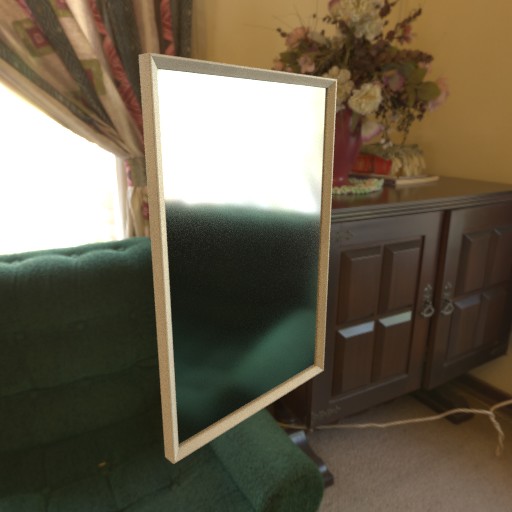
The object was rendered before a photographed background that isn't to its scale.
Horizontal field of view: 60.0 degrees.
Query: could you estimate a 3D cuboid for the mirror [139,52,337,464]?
[{"bbox_3d":[0.000,0.000,1.170,0.041,0.915,0.609,15,21,42],"label":"mirror"}]
